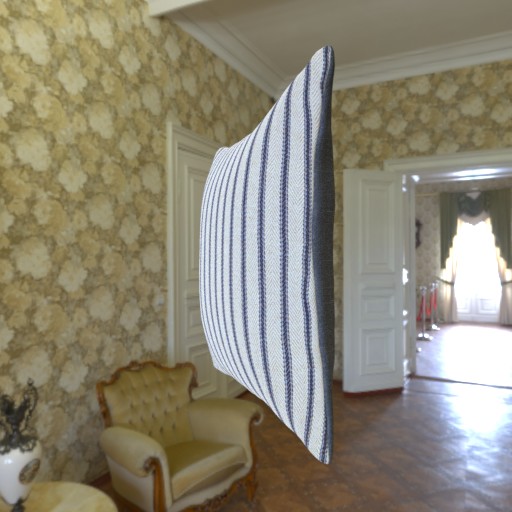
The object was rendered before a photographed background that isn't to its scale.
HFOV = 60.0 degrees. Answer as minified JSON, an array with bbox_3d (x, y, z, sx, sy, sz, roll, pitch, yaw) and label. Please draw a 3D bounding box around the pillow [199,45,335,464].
[{"bbox_3d":[0.000,0.000,0.685,0.138,0.444,0.468,0,-1,-20],"label":"pillow"}]
